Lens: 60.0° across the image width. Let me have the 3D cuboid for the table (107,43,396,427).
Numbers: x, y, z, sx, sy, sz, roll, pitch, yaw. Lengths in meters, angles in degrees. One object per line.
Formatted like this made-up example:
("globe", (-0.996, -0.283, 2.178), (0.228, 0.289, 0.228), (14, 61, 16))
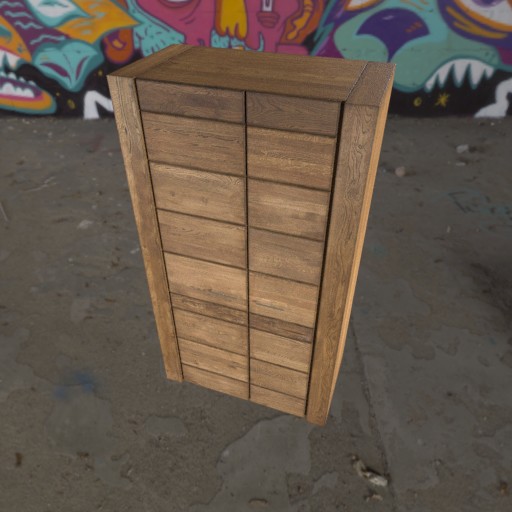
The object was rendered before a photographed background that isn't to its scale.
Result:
("table", (0.000, 0.000, 2.489), (1.100, 2.000, 0.600), (12, 40, 15))
